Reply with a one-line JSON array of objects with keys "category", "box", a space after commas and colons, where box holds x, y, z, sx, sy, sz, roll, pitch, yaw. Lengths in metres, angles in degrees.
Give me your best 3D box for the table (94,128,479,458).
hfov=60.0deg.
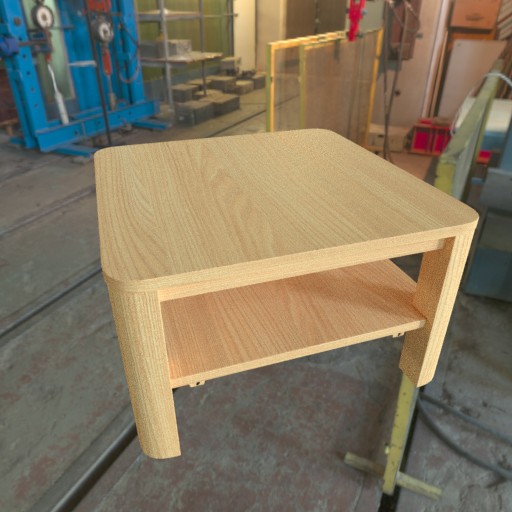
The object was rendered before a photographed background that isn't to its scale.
[{"category": "table", "box": [0.000, 0.000, 1.204, 0.750, 0.450, 0.750, -10, 32, -16]}]
